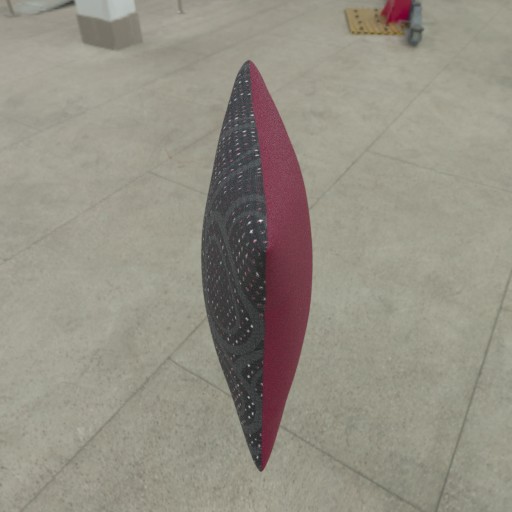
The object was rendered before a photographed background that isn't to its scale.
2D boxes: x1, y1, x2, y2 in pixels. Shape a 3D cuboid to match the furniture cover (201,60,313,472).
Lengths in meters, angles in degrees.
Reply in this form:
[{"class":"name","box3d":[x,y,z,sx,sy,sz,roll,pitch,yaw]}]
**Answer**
[{"class":"furniture cover","box3d":[0.000,0.000,0.797,0.193,0.509,0.552,-2,42,-2]}]
